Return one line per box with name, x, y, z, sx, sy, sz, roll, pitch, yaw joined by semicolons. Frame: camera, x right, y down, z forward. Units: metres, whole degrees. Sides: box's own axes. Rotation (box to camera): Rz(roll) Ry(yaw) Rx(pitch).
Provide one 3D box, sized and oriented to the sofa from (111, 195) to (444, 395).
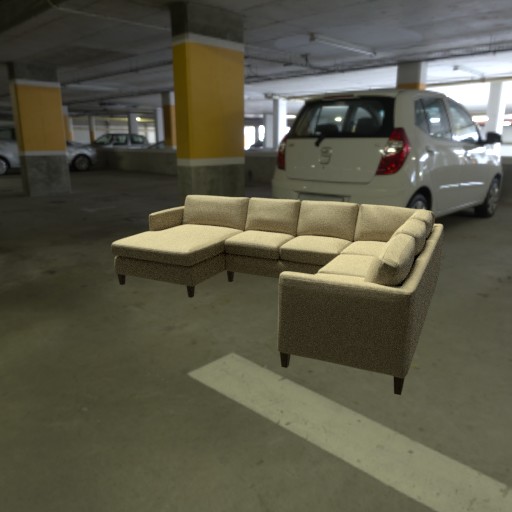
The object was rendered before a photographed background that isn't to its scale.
sofa;0.000;0.000;4.647;3.460;0.959;2.593;7;16;25
